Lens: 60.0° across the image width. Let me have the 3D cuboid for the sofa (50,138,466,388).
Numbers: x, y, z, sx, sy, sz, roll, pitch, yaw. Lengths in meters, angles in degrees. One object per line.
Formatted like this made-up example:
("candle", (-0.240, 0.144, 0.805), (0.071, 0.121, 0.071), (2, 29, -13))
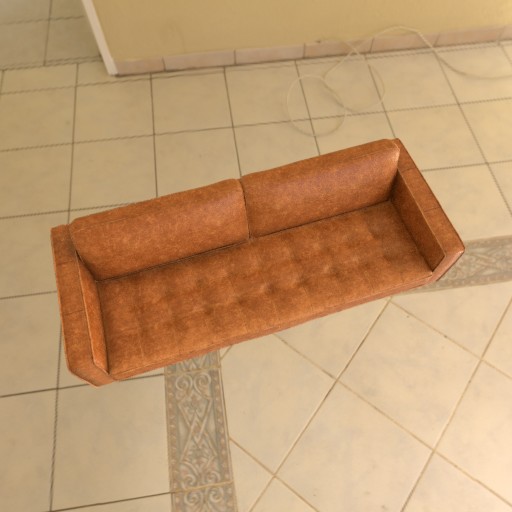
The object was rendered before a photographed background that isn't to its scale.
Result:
("sofa", (0.000, 0.000, 2.628), (2.199, 0.779, 0.886), (-16, 64, -8))
